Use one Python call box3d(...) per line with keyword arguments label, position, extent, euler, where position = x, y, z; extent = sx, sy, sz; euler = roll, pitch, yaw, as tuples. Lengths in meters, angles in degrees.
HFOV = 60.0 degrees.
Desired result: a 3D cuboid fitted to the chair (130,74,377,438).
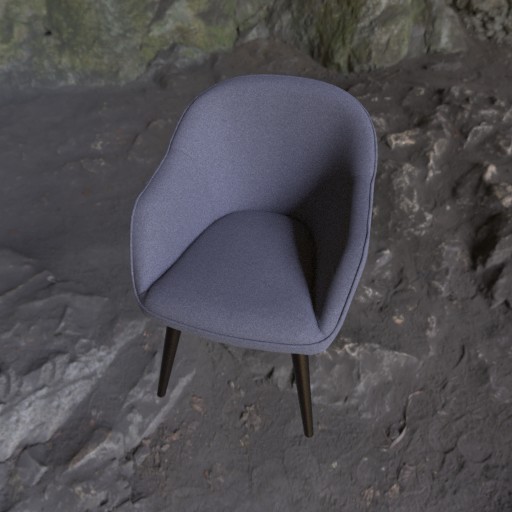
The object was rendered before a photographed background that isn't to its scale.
box3d(label="chair", position=(0.000, 0.000, 1.248), extent=(0.589, 0.810, 0.611), euler=(10, 40, 13))
